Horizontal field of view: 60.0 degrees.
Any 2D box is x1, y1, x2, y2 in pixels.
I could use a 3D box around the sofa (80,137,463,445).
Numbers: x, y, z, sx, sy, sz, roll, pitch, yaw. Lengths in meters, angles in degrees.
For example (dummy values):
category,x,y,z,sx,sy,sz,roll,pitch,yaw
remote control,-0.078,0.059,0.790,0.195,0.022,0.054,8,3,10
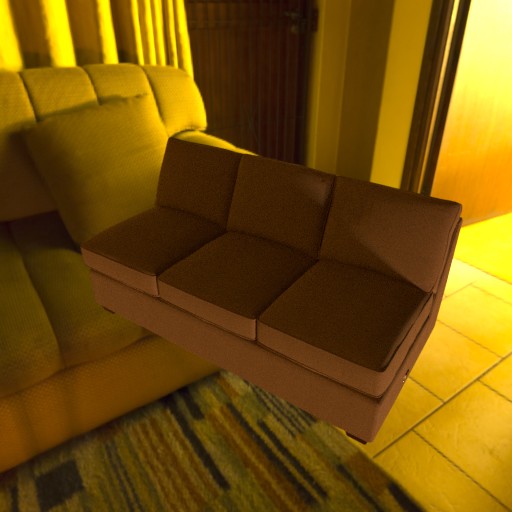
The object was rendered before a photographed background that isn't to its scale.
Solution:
category,x,y,z,sx,sy,sz,roll,pitch,yaw
sofa,0.000,0.000,2.776,2.092,1.036,1.127,19,35,29
